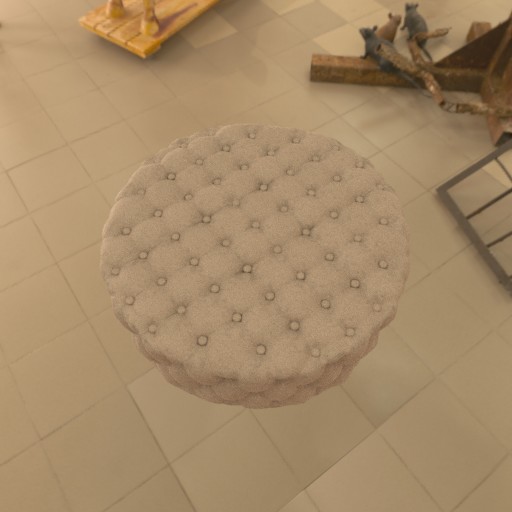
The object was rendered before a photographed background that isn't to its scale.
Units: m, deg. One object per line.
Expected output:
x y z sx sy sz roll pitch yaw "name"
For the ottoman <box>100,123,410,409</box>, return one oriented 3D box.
0.000 0.000 1.551 0.998 0.399 0.998 0 58 0 "ottoman"
